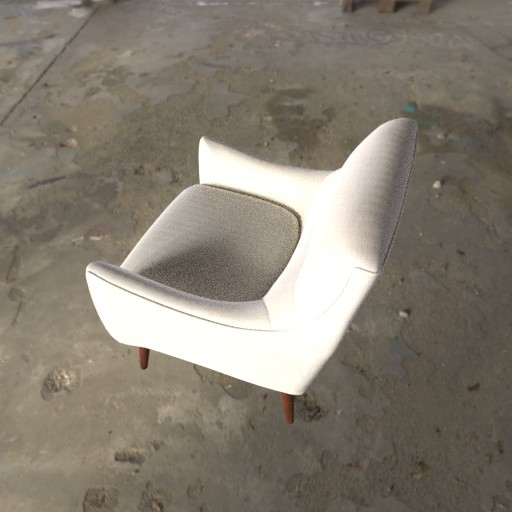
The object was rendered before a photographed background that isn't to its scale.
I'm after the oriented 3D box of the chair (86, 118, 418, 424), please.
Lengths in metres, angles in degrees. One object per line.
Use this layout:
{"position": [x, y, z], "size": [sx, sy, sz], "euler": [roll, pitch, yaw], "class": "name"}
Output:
{"position": [0.000, 0.000, 1.432], "size": [0.787, 0.838, 0.762], "euler": [15, 47, 15], "class": "chair"}
